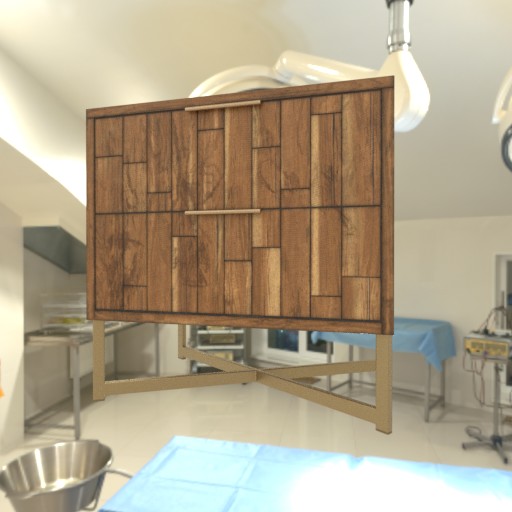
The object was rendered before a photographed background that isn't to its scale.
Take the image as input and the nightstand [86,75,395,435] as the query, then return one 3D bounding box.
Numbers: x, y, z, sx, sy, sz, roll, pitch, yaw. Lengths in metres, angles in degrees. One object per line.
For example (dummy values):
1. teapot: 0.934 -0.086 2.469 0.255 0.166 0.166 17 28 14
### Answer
1. nightstand: 0.000 0.000 1.033 0.610 0.610 0.446 0 0 17
